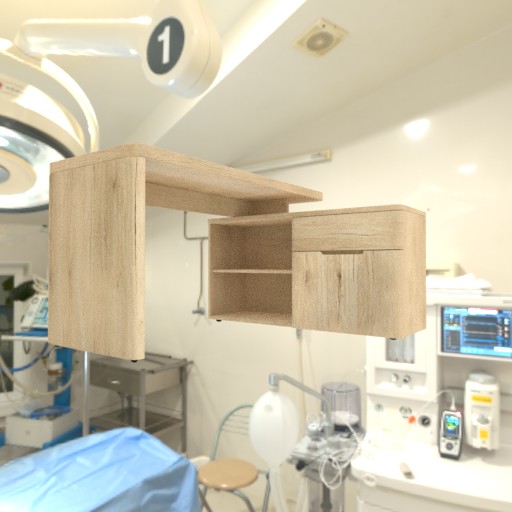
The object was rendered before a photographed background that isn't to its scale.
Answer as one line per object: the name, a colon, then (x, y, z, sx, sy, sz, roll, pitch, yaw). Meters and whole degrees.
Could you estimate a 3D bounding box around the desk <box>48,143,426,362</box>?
desk: (0.000, 0.000, 2.077, 1.175, 0.770, 1.400, -1, -1, 36)
